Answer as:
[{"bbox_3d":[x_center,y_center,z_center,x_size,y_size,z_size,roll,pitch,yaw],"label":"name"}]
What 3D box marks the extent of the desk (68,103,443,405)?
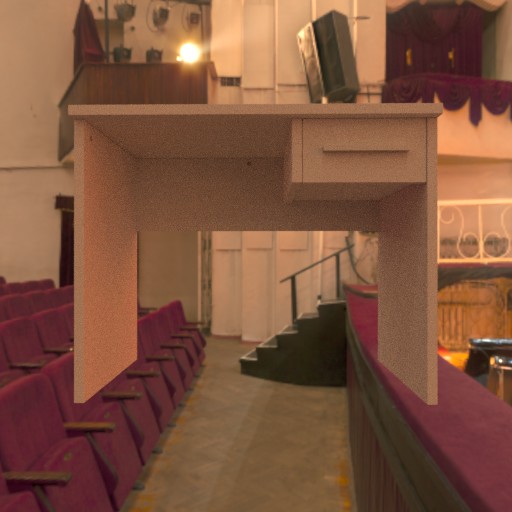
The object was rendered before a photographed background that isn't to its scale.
[{"bbox_3d":[0.000,0.000,1.312,0.900,0.729,0.498,0,0,1],"label":"desk"}]
